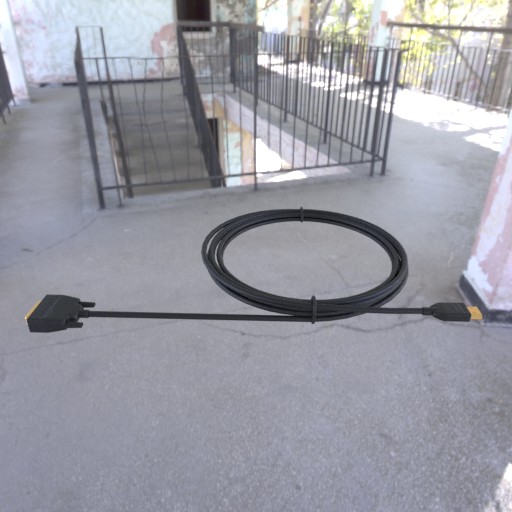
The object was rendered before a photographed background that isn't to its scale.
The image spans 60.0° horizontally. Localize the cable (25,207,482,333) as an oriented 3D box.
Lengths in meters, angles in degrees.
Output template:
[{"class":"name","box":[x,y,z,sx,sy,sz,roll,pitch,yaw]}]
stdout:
[{"class":"cable","box":[0.000,0.000,0.509,0.422,0.030,0.257,1,29,2]}]
